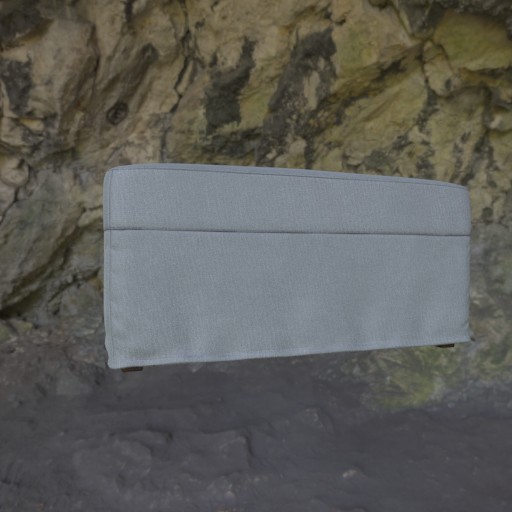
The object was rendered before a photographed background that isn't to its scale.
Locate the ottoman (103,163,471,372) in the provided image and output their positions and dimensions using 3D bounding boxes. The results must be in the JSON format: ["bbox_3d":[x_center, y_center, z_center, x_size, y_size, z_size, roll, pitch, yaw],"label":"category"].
[{"bbox_3d":[0.000,0.000,1.311,0.843,0.441,0.842,0,0,-18],"label":"ottoman"}]
